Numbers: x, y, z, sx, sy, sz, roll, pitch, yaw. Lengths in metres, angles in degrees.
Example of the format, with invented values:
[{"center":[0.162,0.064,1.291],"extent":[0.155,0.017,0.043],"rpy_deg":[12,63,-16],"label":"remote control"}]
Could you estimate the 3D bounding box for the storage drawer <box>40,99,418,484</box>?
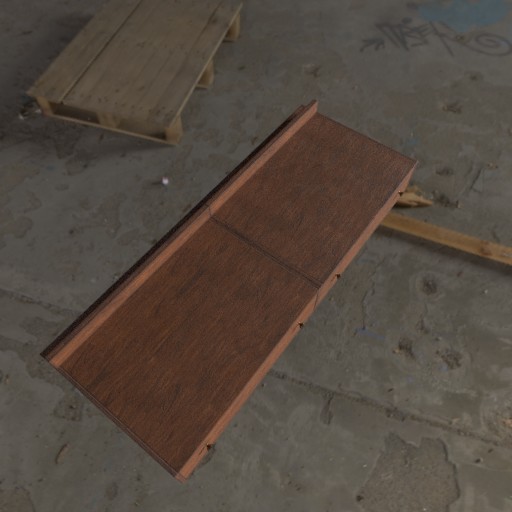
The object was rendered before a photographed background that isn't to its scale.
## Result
[{"center":[0.000,0.000,2.168],"extent":[0.774,0.339,1.914],"rpy_deg":[33,64,19],"label":"storage drawer"}]
